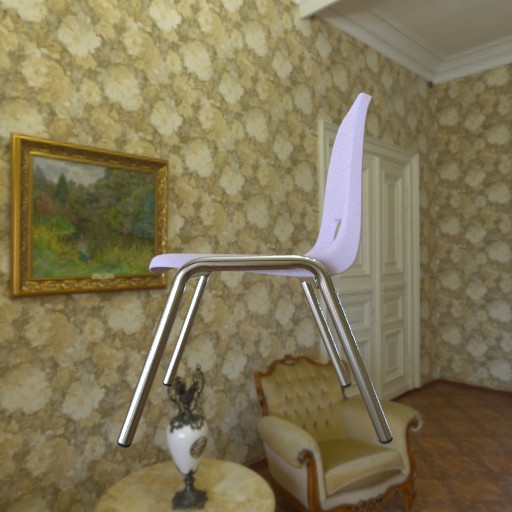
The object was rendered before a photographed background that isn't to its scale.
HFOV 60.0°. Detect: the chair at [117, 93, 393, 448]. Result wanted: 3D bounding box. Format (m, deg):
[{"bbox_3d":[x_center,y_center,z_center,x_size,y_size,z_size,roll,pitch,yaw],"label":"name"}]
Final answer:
[{"bbox_3d":[0.000,0.000,0.845,0.423,0.586,0.354,0,-1,0],"label":"chair"}]
